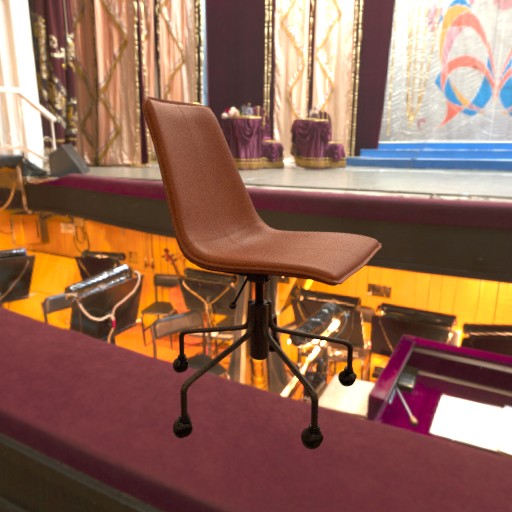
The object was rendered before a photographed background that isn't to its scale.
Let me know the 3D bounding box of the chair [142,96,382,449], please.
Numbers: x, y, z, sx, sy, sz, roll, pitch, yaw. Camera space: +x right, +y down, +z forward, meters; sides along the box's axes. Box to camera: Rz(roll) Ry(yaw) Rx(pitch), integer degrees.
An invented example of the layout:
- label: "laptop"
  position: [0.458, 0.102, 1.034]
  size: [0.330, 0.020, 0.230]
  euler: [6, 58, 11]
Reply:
- label: "chair"
  position: [0.000, 0.000, 1.346]
  size: [0.660, 0.920, 0.651]
  euler: [7, 16, 27]
